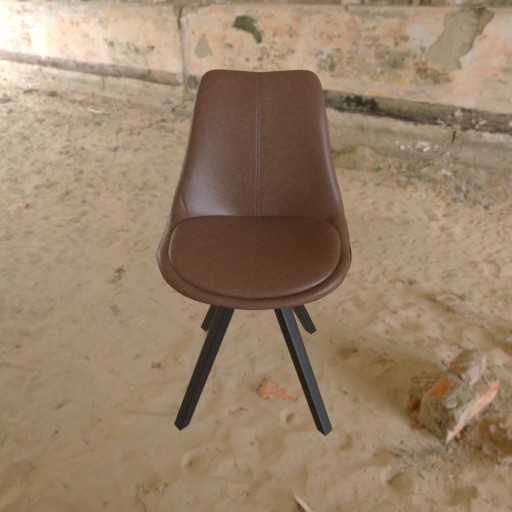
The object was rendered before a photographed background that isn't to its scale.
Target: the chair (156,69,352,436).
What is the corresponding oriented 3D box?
[{"bbox_3d":[0.000,0.000,1.177,0.475,0.850,0.550,1,31,2],"label":"chair"}]
